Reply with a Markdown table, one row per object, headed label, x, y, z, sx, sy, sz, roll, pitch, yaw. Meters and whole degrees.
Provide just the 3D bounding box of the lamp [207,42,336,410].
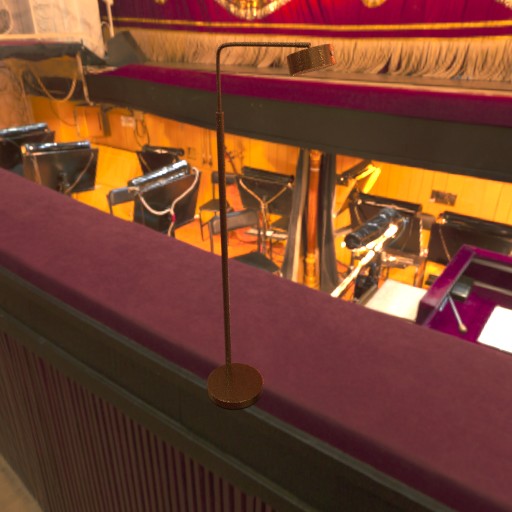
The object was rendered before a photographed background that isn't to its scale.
| label | x | y | z | sx | sy | sz | roll | pitch | yaw |
| --- | --- | --- | --- | --- | --- | --- | --- | --- | --- |
| lamp | 0.000 | 0.000 | 1.414 | 0.418 | 1.230 | 0.219 | 18 | 32 | 31 |
